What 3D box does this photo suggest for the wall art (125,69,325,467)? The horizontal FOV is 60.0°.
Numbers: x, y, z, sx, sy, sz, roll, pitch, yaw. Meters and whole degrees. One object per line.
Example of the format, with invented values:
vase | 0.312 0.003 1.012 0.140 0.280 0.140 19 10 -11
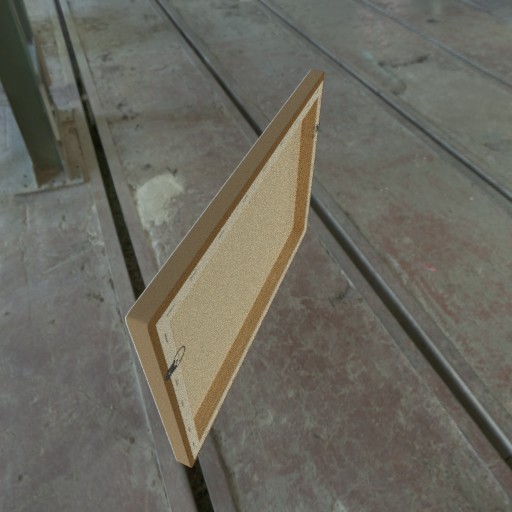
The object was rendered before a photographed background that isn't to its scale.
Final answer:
wall art | 0.000 0.000 0.482 0.019 0.254 0.380 17 49 15
